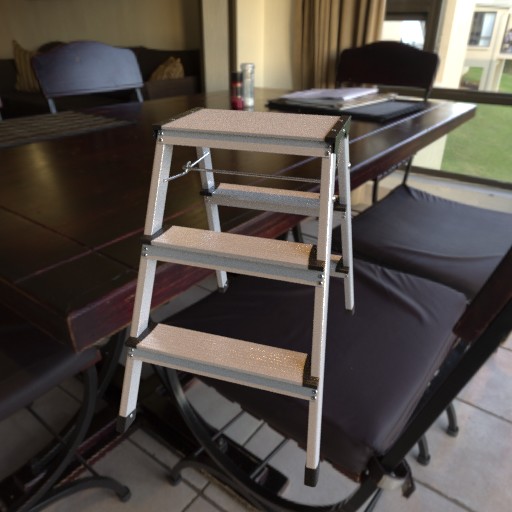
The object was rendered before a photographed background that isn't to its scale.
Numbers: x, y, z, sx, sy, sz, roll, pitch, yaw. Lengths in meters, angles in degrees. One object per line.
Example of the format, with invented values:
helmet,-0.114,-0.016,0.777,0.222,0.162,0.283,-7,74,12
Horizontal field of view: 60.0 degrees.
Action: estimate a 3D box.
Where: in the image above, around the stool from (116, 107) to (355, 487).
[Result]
stool,0.000,0.000,1.011,0.437,0.605,0.622,9,29,16
